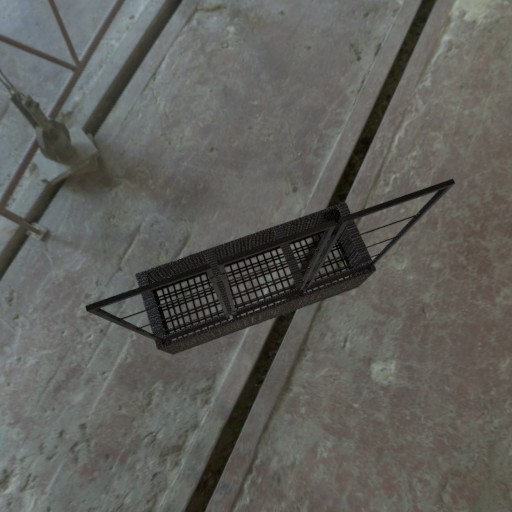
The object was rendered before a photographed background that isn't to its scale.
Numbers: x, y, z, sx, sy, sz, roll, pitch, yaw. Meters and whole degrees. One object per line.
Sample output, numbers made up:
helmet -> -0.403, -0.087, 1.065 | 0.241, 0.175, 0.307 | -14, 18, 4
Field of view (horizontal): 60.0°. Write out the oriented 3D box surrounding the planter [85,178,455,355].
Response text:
planter -> 0.000, 0.000, 1.183 | 0.699, 0.841, 0.244 | -19, 75, -5
